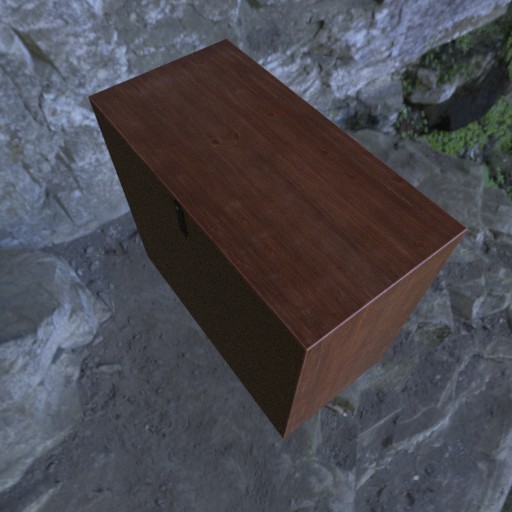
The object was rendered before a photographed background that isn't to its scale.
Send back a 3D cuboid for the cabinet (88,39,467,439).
[{"bbox_3d":[0.000,0.000,1.273,0.412,0.785,0.796,-32,62,-19],"label":"cabinet"}]
